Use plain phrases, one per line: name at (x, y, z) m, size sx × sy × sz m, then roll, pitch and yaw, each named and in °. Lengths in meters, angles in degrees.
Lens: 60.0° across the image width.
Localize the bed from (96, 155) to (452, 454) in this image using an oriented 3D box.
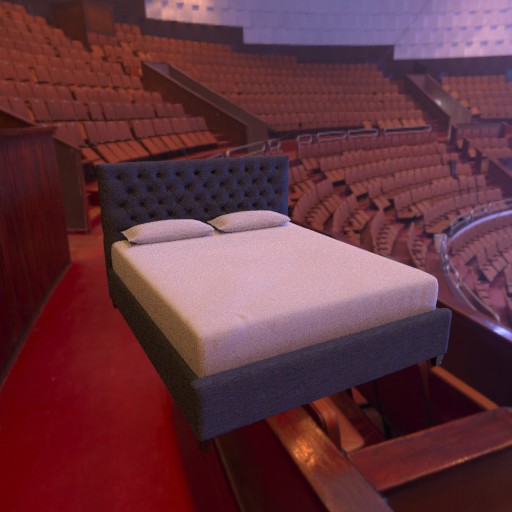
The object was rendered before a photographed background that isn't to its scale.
bed at (0.000, 0.000, 3.737) m, size 2.078 × 1.427 × 2.387 m, roll -9°, pitch 20°, yaw -27°
